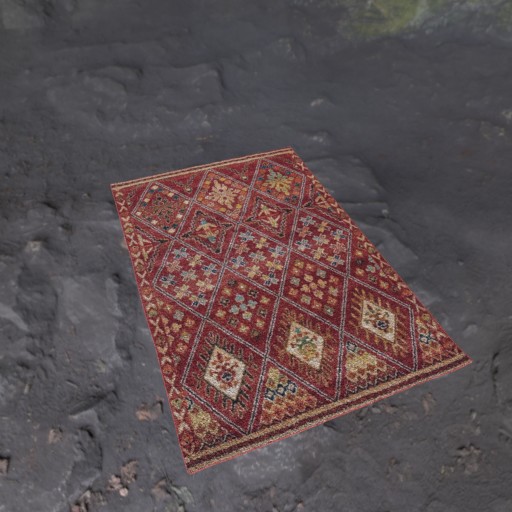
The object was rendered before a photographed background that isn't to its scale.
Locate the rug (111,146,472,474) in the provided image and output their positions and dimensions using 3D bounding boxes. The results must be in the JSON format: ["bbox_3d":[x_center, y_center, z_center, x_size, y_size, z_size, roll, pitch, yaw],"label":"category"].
[{"bbox_3d":[0.000,0.000,2.856,1.521,0.026,2.286,-15,47,-15],"label":"rug"}]
